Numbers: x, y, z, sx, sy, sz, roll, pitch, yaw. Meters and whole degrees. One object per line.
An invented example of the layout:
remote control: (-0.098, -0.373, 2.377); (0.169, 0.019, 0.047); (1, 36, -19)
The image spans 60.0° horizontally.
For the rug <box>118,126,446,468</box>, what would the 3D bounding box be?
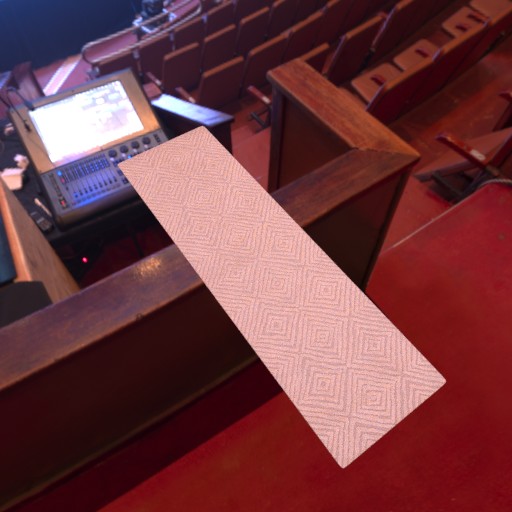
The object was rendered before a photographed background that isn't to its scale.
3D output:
rug: (0.000, 0.000, 2.568); (0.676, 0.008, 2.277); (-30, 62, -19)
